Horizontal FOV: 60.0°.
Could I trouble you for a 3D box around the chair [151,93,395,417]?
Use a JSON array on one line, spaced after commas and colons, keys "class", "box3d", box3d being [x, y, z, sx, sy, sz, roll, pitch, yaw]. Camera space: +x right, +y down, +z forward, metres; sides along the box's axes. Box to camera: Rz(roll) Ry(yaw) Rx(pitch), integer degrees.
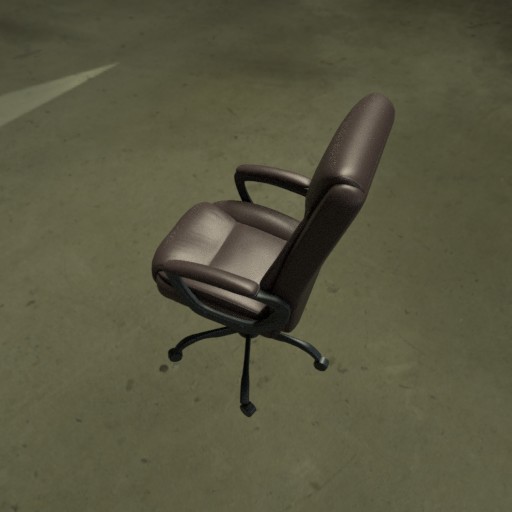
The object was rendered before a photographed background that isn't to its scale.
[{"class": "chair", "box3d": [0.000, 0.000, 1.490, 0.655, 1.072, 0.615, 16, 47, 15]}]
